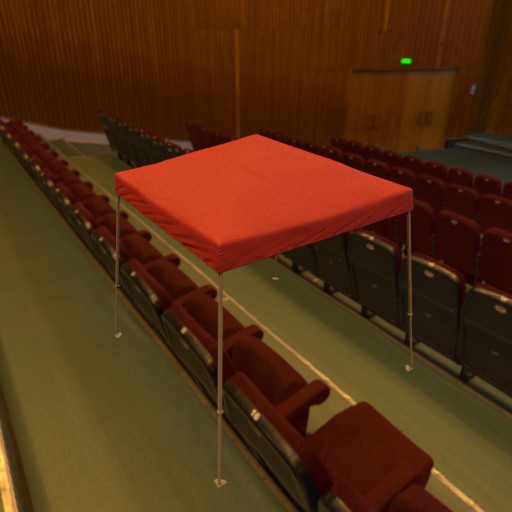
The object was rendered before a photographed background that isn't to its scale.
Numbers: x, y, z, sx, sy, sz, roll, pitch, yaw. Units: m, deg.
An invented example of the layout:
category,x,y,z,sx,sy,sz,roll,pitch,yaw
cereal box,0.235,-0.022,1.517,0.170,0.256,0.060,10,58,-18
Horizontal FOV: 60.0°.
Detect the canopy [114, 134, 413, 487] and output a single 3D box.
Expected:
category,x,y,z,sx,sy,sz,roll,pitch,yaw
canopy,0.000,0.000,6.655,3.599,3.600,3.600,-18,32,-31
